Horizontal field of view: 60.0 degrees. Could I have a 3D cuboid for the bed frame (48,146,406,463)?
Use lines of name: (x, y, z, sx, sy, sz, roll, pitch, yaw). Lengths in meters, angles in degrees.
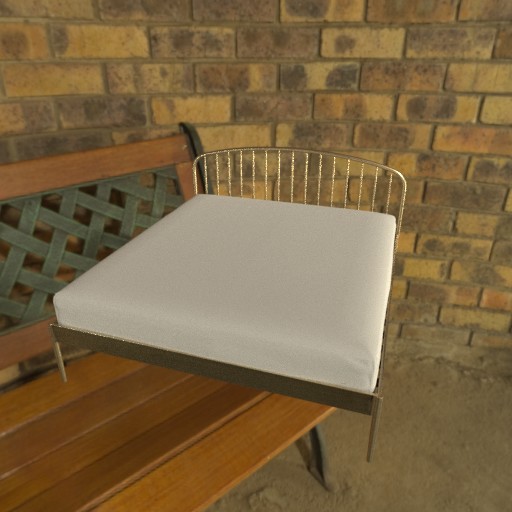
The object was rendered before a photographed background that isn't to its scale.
bed frame: (0.000, 0.000, 3.315, 2.016, 1.174, 2.152, 8, 27, 16)
